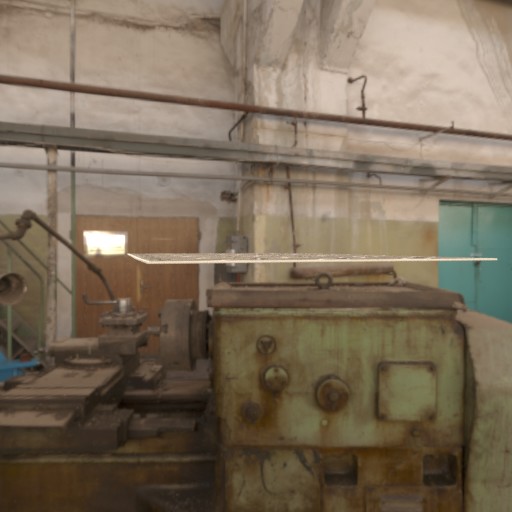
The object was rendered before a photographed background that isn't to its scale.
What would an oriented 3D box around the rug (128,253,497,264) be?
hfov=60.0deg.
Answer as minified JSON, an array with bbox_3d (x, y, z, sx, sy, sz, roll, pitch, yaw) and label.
[{"bbox_3d":[0.000,0.000,2.816,1.522,0.008,2.284,0,1,-18],"label":"rug"}]
